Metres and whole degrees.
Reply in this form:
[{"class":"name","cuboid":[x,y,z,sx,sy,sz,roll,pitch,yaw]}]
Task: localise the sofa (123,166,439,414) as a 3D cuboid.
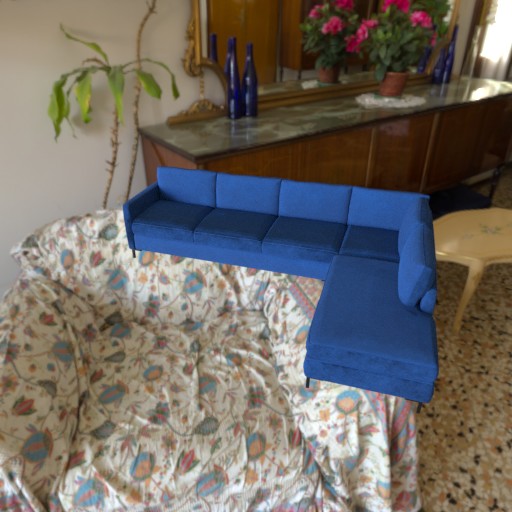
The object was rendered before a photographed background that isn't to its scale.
[{"class":"sofa","cuboid":[0.000,0.000,3.256,2.486,0.687,1.707,9,31,15]}]
